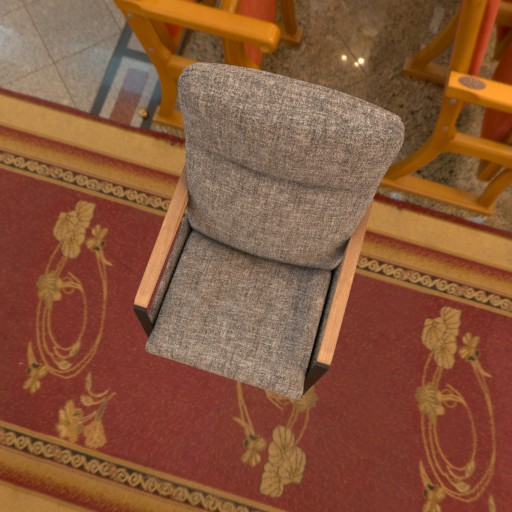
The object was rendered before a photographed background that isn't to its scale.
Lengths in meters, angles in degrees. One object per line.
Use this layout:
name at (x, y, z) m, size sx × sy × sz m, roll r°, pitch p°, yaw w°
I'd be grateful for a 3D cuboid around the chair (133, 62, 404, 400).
chair at (0.000, 0.000, 1.547) m, size 0.671 × 1.042 × 0.868 m, roll 17°, pitch 77°, yaw 4°
